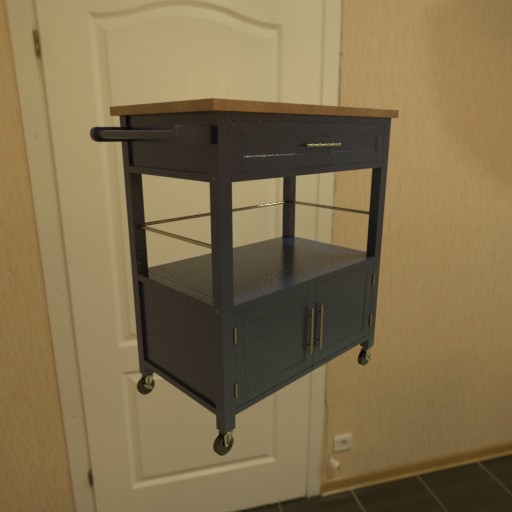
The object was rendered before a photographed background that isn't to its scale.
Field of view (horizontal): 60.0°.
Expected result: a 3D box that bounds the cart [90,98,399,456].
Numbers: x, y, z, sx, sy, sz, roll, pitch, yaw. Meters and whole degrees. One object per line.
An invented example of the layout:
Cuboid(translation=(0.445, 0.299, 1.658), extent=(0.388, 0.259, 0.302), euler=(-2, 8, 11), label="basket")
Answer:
Cuboid(translation=(0.000, 0.000, 1.421), extent=(0.840, 0.901, 0.459), euler=(-15, 21, -42), label="cart")
